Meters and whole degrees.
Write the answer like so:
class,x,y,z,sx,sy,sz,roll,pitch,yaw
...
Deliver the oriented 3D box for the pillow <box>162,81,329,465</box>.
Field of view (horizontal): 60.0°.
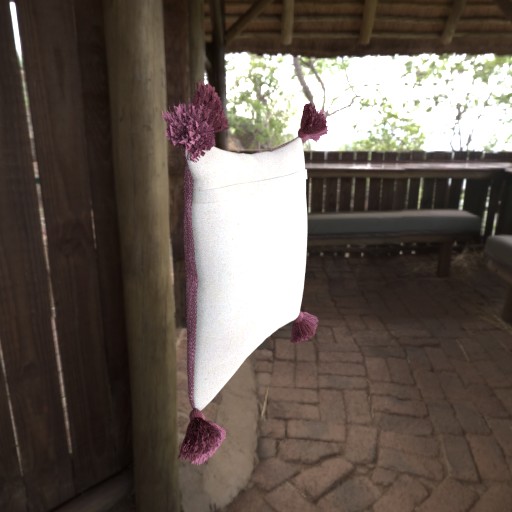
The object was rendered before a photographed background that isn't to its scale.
class,x,y,z,sx,sy,sz,roll,pitch,yaw
pillow,0.000,0.000,0.948,0.138,0.659,0.641,8,18,27
